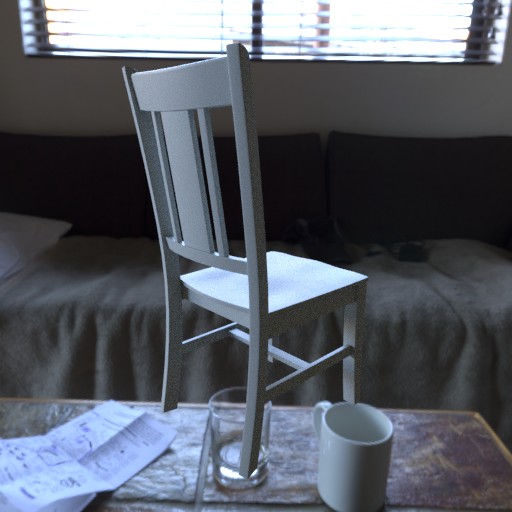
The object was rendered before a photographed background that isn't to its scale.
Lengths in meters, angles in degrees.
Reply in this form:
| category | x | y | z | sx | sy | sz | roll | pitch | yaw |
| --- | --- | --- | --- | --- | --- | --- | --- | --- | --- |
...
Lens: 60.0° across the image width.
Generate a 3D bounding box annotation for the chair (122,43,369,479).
| category | x | y | z | sx | sy | sz | roll | pitch | yaw |
| --- | --- | --- | --- | --- | --- | --- | --- | --- | --- |
| chair | 0.000 | 0.000 | 1.266 | 0.555 | 0.998 | 0.450 | -14 | 21 | -41 |
